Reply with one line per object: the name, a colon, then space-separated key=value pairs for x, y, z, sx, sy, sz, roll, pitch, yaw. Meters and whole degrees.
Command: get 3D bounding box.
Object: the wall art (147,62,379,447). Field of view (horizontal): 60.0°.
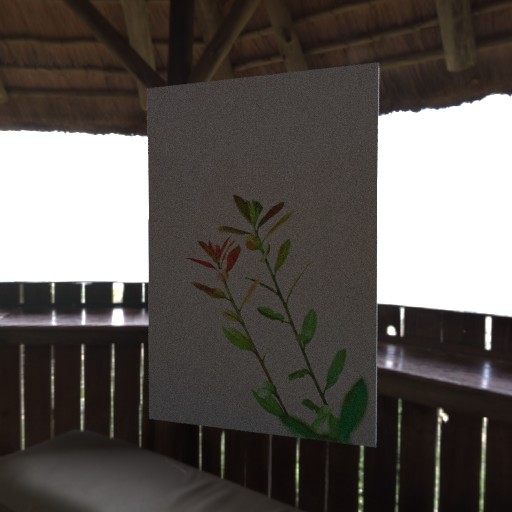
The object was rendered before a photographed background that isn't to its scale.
wall art: x=0.000 y=0.000 z=1.158 sx=0.612 sy=0.915 sz=0.039 roll=0 pitch=2 yaw=17
